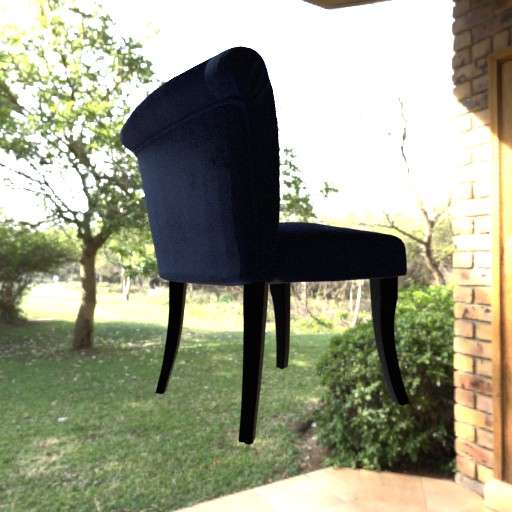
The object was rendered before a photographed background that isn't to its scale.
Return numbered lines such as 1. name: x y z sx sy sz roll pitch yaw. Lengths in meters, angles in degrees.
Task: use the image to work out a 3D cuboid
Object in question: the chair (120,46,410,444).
1. chair: 0.000 0.000 1.152 0.606 0.753 0.585 1 -1 -36
